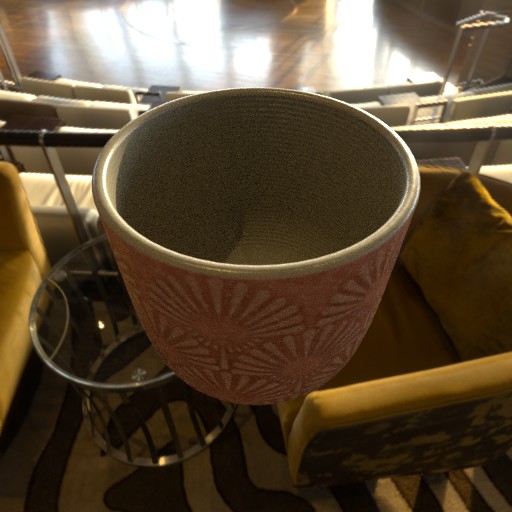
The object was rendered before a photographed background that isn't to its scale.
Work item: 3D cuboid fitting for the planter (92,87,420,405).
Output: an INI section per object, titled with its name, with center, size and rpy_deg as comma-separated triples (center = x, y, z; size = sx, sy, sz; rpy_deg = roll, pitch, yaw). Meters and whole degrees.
[planter]
center = 0.000, 0.000, 0.210
size = 0.124, 0.109, 0.124
rpy_deg = 0, 45, 0
